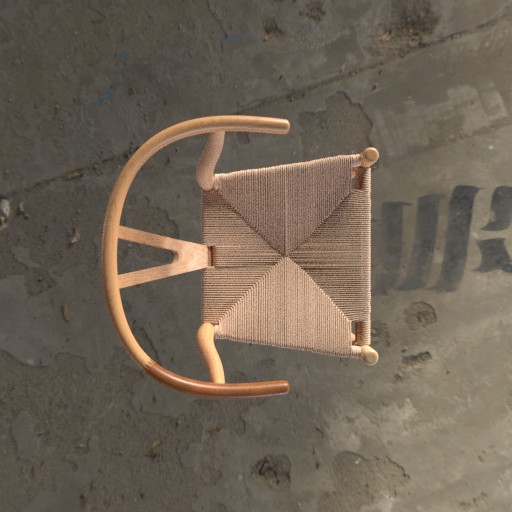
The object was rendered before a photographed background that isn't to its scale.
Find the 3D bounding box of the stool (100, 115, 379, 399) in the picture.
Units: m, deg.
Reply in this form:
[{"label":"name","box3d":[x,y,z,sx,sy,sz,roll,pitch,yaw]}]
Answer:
[{"label":"stool","box3d":[0.000,0.000,1.244,0.575,0.923,0.536,0,90,-1]}]
